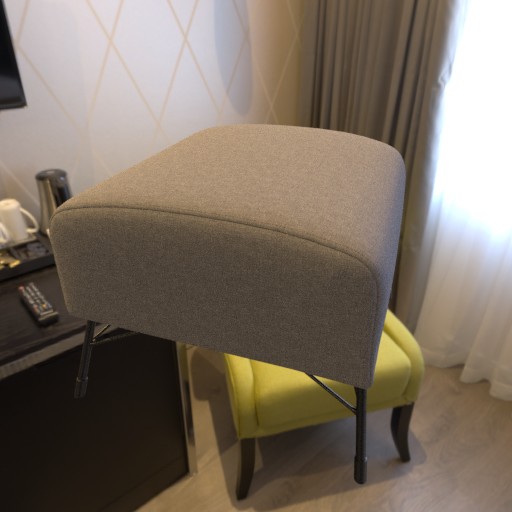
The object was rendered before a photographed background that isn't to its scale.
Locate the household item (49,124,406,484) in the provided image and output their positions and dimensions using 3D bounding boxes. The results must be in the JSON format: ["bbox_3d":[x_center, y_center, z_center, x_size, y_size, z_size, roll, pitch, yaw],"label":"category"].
[{"bbox_3d":[0.000,0.000,0.856,0.530,0.410,0.530,10,30,17],"label":"household item"}]
